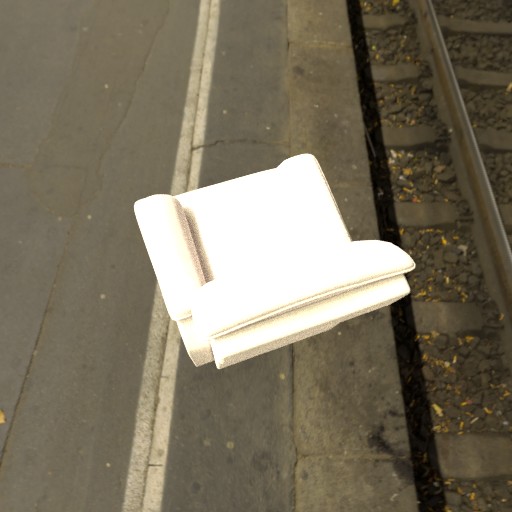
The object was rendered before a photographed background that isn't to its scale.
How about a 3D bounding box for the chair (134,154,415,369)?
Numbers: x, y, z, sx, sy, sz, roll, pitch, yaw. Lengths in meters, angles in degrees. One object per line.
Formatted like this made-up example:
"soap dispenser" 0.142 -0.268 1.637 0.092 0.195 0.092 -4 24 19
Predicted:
"chair" 0.000 0.000 1.800 0.820 1.039 1.001 -18 61 -10
